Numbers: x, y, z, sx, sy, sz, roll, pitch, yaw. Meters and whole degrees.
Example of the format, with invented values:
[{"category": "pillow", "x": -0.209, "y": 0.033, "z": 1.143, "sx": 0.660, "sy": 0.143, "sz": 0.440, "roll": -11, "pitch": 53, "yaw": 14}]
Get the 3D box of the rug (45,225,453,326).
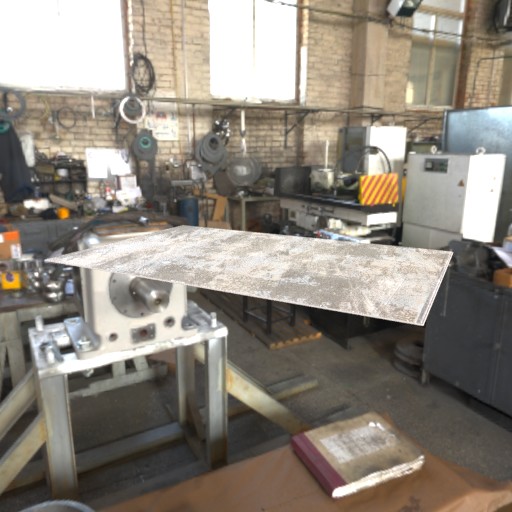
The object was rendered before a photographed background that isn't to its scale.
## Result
[{"category": "rug", "x": 0.000, "y": 0.000, "z": 3.113, "sx": 2.431, "sy": 0.012, "sz": 1.536, "roll": 7, "pitch": 15, "yaw": 27}]
